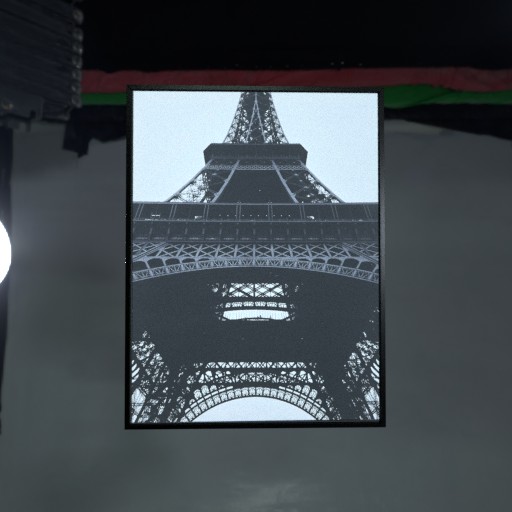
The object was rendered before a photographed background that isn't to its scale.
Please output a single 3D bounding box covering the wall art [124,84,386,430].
[{"bbox_3d":[0.000,0.000,1.392,0.805,1.062,0.040,0,-1,-1],"label":"wall art"}]
